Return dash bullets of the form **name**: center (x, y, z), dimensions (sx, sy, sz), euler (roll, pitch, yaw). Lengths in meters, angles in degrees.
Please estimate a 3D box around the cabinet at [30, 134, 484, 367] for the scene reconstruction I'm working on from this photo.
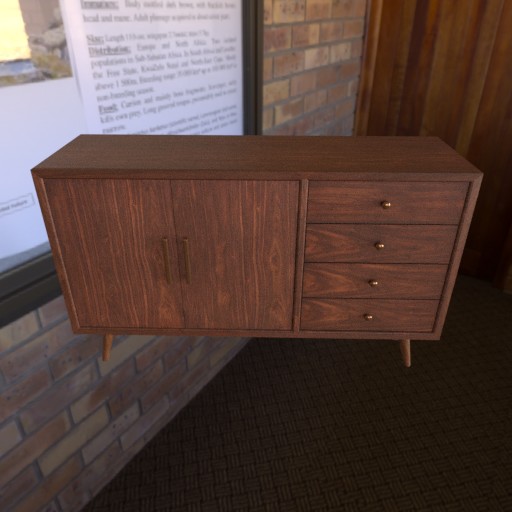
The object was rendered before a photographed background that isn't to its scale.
- **cabinet**: center (0.000, 0.000, 1.973), dimensions (1.575, 0.940, 0.505), euler (1, 30, 1)
